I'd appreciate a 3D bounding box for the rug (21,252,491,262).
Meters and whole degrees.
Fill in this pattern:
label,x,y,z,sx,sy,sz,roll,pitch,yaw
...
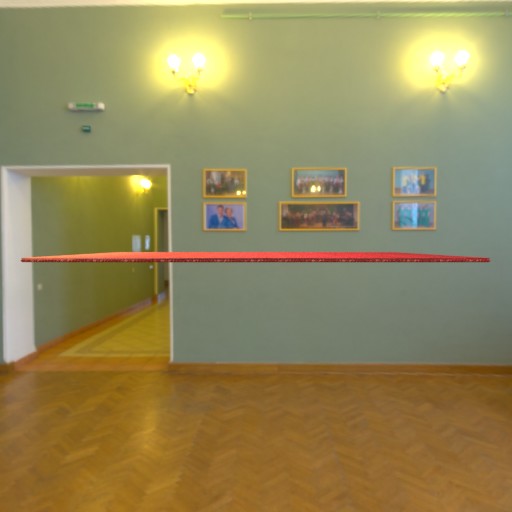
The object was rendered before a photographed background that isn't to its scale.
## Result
label,x,y,z,sx,sy,sz,roll,pitch,yaw
rug,0.000,0.000,2.320,1.835,0.018,1.230,0,2,0
